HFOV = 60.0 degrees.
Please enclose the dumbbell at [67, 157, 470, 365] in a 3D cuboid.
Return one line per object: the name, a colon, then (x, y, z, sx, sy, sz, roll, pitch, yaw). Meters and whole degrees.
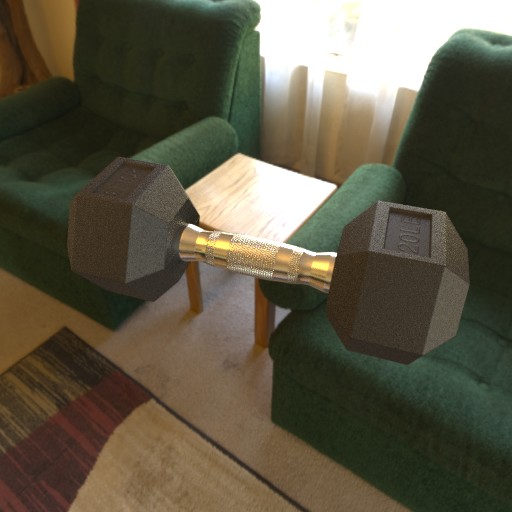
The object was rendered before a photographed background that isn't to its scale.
dumbbell: (0.000, 0.000, 0.349, 0.297, 0.101, 0.116, 12, 43, 13)
